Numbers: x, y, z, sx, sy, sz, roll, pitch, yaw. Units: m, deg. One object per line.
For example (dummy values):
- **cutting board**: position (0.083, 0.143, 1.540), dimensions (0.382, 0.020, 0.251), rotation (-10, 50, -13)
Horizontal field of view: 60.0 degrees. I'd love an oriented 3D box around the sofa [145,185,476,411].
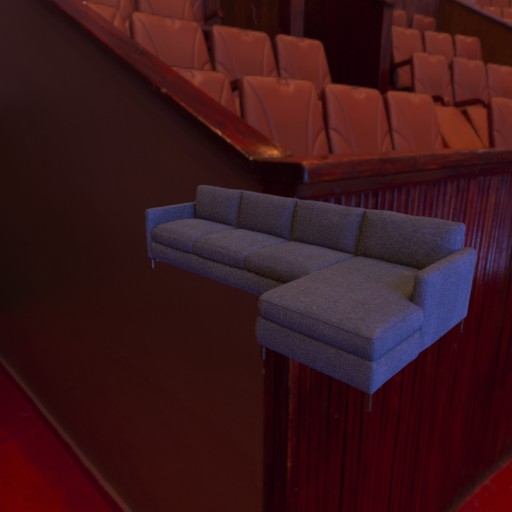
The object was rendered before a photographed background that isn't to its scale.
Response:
- **sofa**: position (0.000, 0.000, 3.550), dimensions (2.932, 0.810, 1.350), rotation (16, 23, 42)
